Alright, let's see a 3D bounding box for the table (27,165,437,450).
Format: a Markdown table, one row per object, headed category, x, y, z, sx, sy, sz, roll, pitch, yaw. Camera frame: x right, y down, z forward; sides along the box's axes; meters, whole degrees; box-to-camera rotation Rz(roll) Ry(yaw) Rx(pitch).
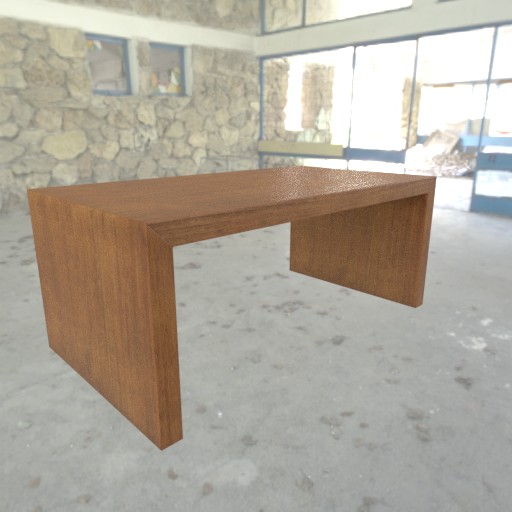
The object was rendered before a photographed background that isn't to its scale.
| category | x | y | z | sx | sy | sz | roll | pitch | yaw |
| --- | --- | --- | --- | --- | --- | --- | --- | --- | --- |
| table | 0.000 | 0.000 | 1.263 | 1.000 | 0.419 | 0.549 | -15 | 22 | -42 |
